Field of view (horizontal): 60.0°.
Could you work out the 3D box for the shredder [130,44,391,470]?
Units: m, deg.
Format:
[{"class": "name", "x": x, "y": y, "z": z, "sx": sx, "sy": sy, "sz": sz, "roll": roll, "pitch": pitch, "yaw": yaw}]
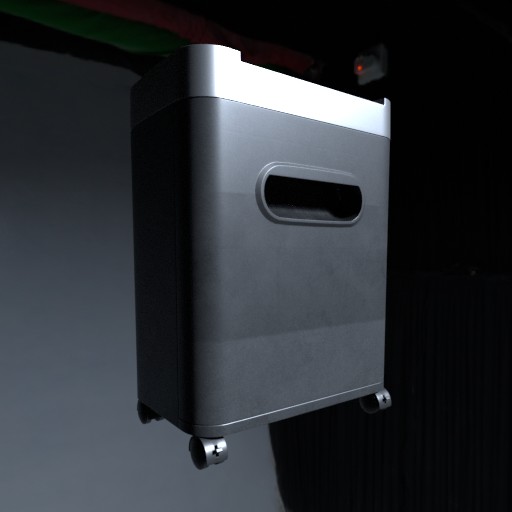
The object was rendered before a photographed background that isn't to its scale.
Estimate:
[{"class": "shredder", "x": 0.000, "y": 0.000, "z": 0.597, "sx": 0.311, "sy": 0.419, "sz": 0.237, "roll": 0, "pitch": 1, "yaw": -36}]
